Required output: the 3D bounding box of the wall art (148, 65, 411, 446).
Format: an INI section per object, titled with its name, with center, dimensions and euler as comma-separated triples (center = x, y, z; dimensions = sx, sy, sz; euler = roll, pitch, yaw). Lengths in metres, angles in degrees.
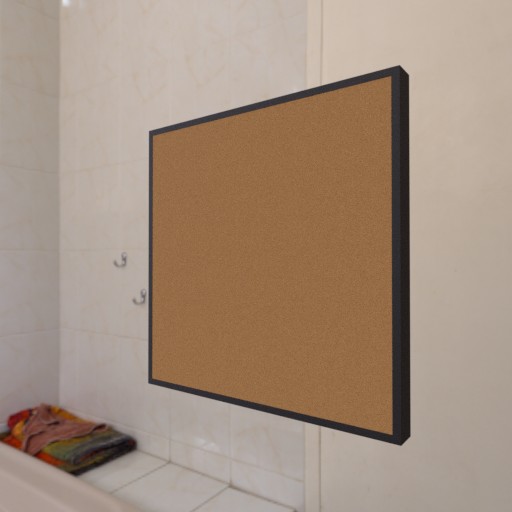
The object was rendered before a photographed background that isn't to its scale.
[wall art]
center = 0.000, 0.000, 0.759
dimensions = 0.509, 0.509, 0.040
euler = 0, -1, 36
